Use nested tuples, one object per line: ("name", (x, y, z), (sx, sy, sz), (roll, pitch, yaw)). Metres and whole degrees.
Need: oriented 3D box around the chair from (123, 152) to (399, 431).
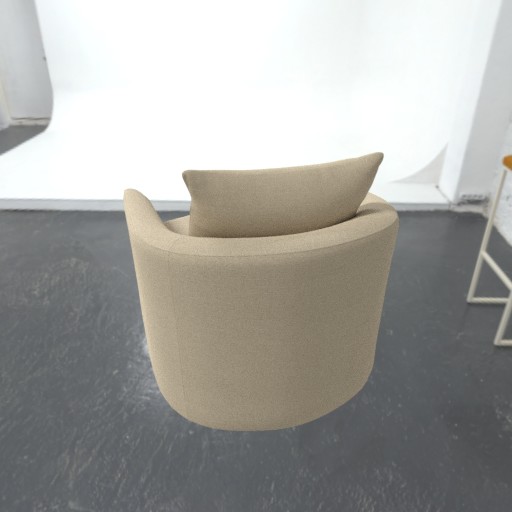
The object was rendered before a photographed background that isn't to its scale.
("chair", (0.000, 0.000, 1.592), (0.845, 0.848, 0.910), (-9, 30, -16))
